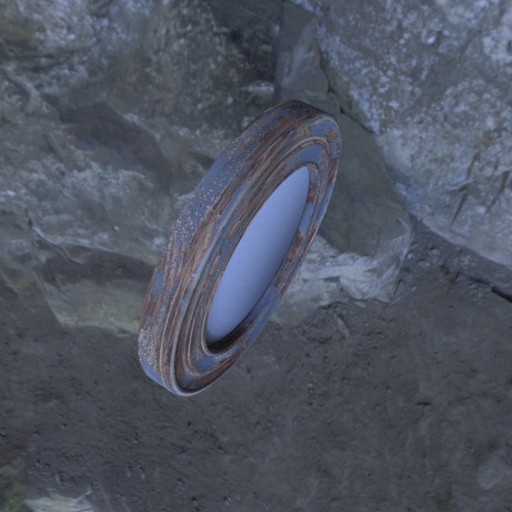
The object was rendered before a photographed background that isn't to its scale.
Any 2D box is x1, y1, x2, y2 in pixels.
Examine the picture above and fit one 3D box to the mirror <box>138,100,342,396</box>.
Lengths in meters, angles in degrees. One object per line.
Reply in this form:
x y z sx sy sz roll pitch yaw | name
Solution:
0.000 0.000 0.859 0.061 0.585 0.585 29 62 17 | mirror
